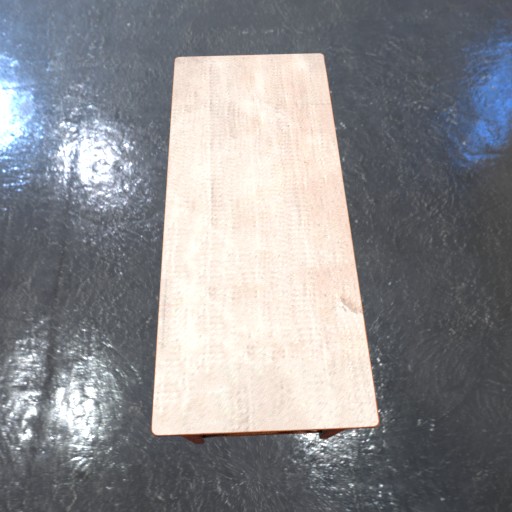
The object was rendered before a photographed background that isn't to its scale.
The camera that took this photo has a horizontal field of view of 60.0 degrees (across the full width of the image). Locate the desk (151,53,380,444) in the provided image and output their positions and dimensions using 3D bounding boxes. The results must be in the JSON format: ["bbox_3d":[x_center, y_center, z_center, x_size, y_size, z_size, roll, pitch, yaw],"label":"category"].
[{"bbox_3d":[0.000,0.000,1.740,0.574,0.756,1.353,-2,64,-1],"label":"desk"}]
